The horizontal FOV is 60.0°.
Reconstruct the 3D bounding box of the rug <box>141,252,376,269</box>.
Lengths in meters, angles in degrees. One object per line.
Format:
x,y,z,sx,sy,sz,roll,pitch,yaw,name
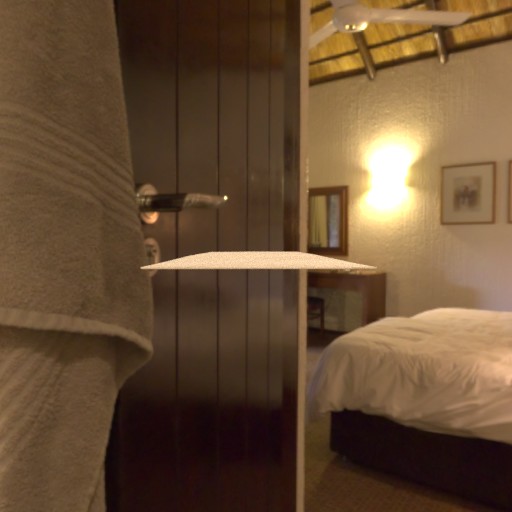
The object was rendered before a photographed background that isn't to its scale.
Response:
0.000,0.000,2.493,0.712,0.013,2.346,0,2,0,rug
